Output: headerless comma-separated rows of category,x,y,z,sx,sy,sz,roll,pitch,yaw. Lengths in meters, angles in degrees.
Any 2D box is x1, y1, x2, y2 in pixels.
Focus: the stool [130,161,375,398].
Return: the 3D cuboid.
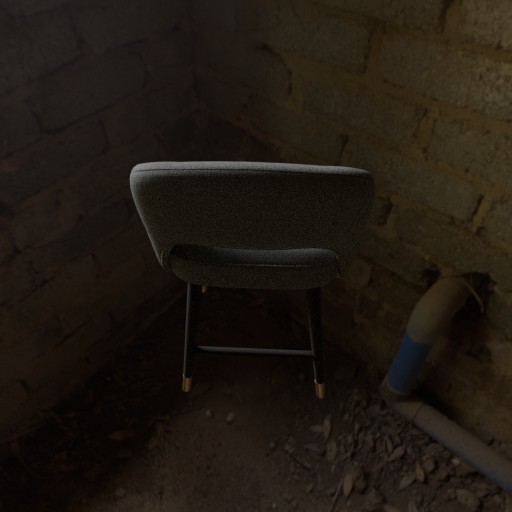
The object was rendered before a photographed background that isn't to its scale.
stool,0.000,0.000,1.249,0.536,0.925,0.524,2,46,2
